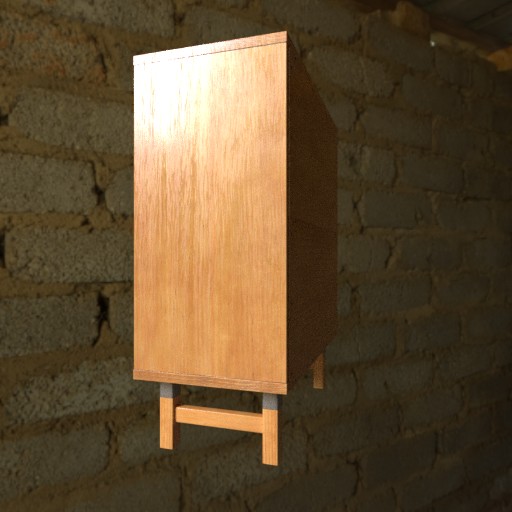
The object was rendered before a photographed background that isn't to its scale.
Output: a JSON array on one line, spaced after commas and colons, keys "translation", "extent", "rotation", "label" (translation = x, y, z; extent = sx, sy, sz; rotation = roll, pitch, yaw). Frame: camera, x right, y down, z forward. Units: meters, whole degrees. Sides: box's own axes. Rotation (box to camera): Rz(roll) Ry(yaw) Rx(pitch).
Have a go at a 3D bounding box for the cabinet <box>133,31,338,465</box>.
[{"translation": [0.000, 0.000, 1.428], "extent": [0.419, 1.001, 0.800], "rotation": [0, 0, 18], "label": "cabinet"}]
